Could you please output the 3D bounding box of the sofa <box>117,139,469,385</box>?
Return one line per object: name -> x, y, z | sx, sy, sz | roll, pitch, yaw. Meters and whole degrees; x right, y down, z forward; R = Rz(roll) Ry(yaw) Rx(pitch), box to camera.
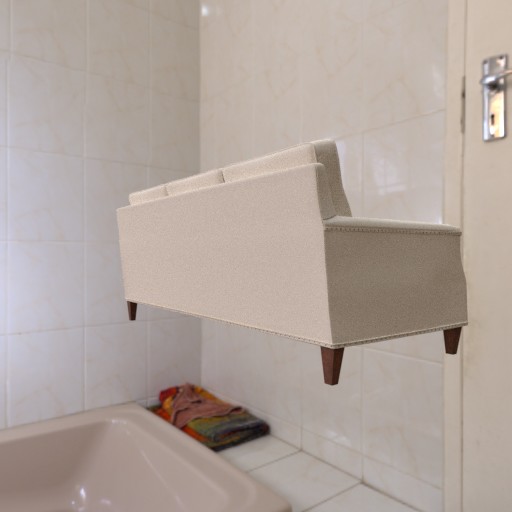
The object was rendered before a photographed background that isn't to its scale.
sofa -> 0.000, 0.000, 2.840 | 1.084, 1.003, 2.246 | 0, 0, -37
